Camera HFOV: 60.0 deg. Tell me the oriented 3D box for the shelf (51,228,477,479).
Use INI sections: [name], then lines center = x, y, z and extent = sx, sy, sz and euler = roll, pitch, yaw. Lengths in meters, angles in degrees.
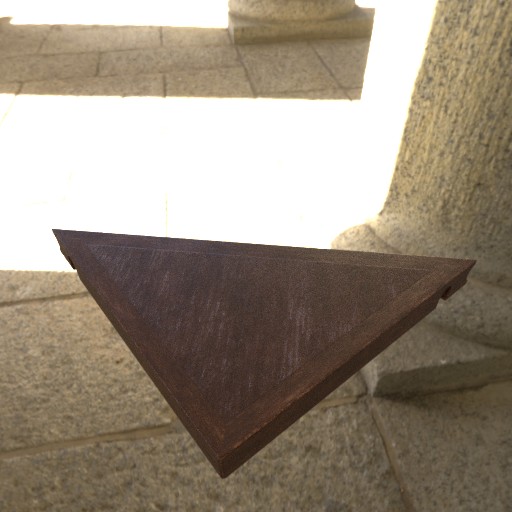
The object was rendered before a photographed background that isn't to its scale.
[shelf]
center = 0.000, 0.000, 0.445
extent = 0.296, 0.035, 0.296
euler = -29, 51, -27
